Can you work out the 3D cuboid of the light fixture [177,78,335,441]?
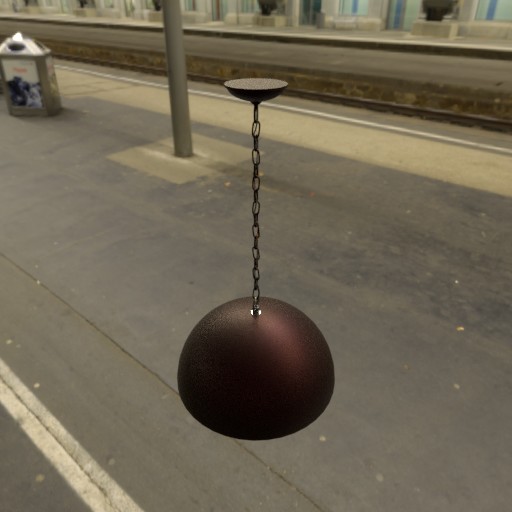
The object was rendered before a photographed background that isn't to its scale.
[{"bbox_3d":[0.000,0.000,1.183,0.492,0.869,0.492,10,32,17],"label":"light fixture"}]
